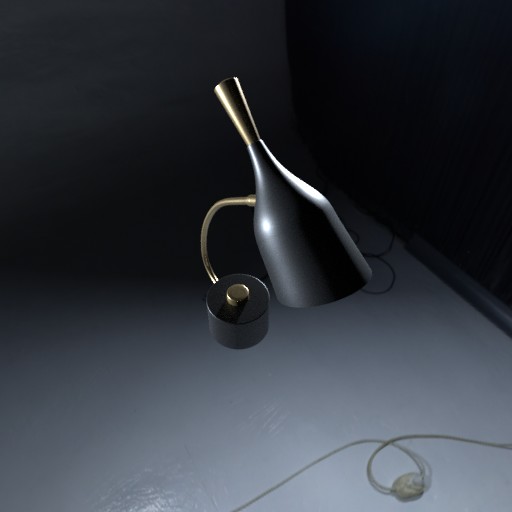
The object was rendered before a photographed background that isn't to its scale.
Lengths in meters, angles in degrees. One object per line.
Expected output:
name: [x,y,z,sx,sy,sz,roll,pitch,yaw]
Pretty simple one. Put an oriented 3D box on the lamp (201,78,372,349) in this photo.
lamp: [0.000,0.000,0.614,0.110,0.464,0.352,-26,52,-22]
